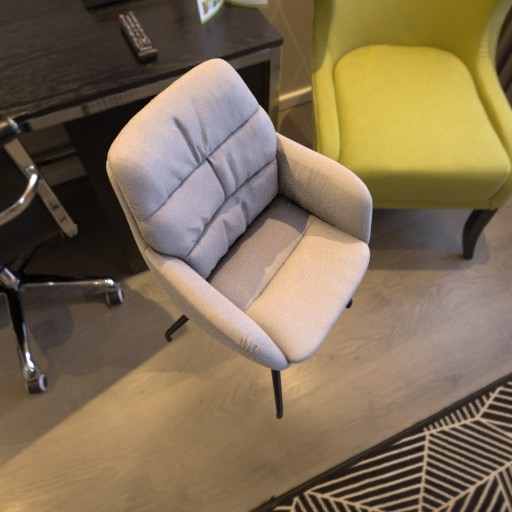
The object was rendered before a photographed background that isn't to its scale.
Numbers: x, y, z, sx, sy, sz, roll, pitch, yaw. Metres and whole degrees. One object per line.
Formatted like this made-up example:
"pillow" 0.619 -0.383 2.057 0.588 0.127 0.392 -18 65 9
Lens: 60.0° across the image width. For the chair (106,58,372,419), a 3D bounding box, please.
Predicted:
"chair" 0.000 0.000 1.254 0.569 0.888 0.579 30 63 17
